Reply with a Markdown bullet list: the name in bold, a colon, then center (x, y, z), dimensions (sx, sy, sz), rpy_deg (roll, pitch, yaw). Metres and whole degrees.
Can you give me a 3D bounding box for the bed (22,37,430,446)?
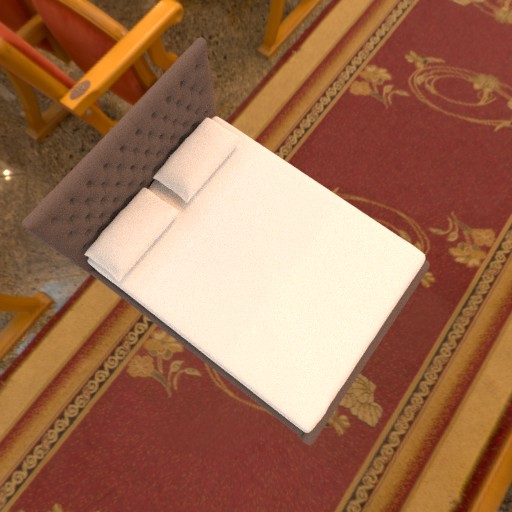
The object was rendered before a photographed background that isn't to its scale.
- **bed**: center (0.000, 0.000, 3.263), dimensions (2.233, 1.426, 1.696), rpy_deg (36, 77, 10)
